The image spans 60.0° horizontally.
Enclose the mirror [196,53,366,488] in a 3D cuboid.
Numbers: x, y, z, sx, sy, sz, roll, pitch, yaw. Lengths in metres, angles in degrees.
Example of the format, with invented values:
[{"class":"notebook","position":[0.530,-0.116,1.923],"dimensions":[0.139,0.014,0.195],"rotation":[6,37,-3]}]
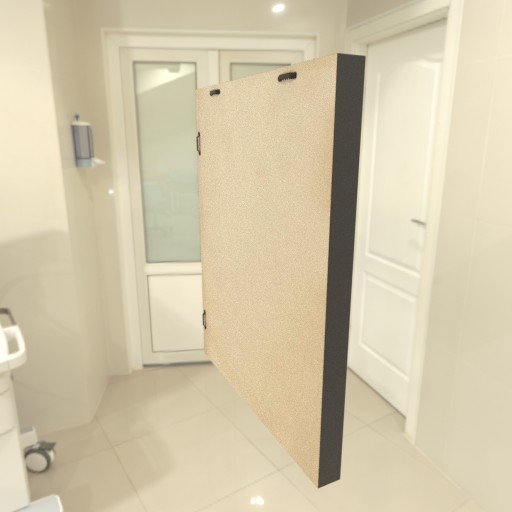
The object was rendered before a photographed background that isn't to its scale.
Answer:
[{"class":"mirror","position":[0.000,0.000,0.674],"dimensions":[0.041,0.508,0.405],"rotation":[-8,17,-26]}]
